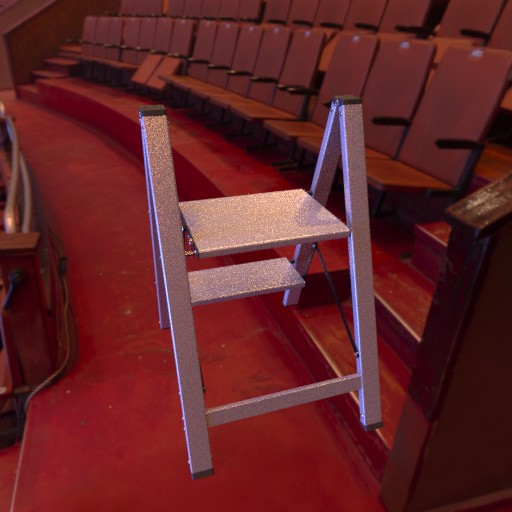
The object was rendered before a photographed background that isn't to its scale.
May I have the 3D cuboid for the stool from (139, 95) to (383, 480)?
[{"bbox_3d":[0.000,0.000,1.005,0.440,0.670,0.535,-9,29,-15],"label":"stool"}]
